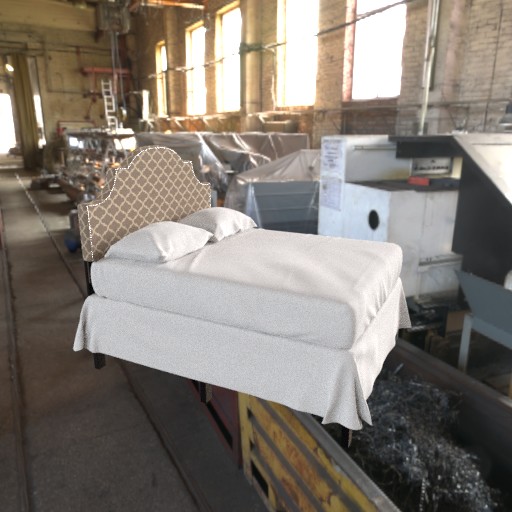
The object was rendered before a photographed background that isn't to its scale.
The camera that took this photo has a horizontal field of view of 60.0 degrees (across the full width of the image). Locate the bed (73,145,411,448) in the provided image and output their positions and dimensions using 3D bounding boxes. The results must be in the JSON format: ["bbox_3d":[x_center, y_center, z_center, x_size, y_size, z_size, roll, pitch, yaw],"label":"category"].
[{"bbox_3d":[0.000,0.000,3.425,2.222,1.633,1.780,8,17,26],"label":"bed"}]
